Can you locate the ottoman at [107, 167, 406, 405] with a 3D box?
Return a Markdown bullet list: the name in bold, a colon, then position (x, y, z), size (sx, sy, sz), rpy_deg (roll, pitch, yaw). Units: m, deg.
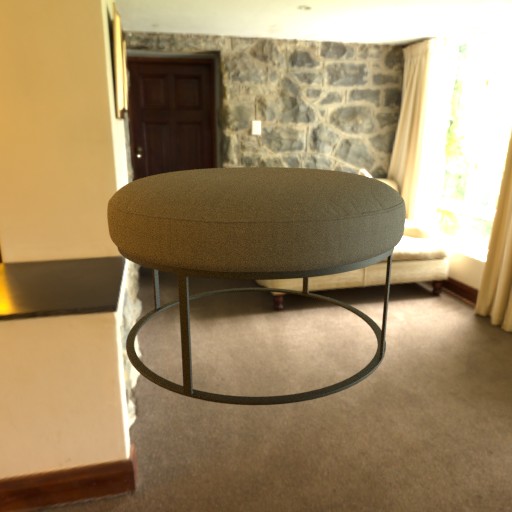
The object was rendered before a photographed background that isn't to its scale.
- **ottoman**: position (0.000, 0.000, 1.235), size (0.772, 0.460, 0.772), rpy_deg (0, 15, 0)
